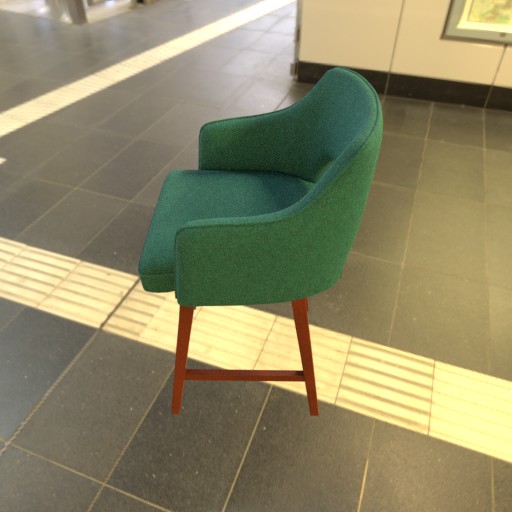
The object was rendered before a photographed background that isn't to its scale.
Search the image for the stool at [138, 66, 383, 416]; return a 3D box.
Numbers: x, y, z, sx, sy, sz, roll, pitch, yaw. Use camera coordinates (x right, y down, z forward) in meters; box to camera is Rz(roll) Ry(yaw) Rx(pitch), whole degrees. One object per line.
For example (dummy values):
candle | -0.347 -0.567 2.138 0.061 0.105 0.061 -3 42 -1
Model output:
stool | 0.000 0.000 1.291 0.556 0.961 0.548 1 42 1
